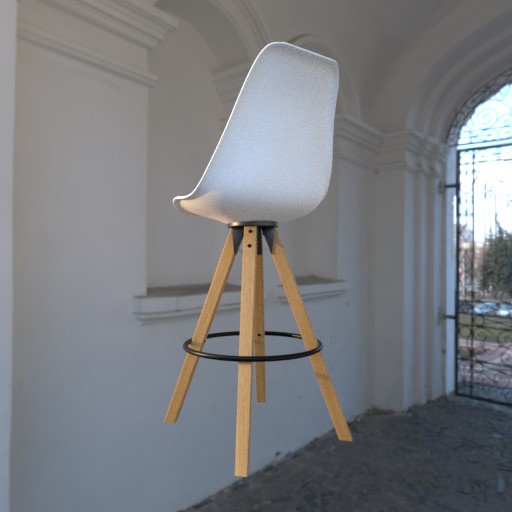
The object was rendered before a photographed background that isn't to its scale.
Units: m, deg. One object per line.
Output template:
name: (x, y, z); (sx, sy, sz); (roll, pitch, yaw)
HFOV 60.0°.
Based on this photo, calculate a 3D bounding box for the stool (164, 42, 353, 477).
stool: (0.000, 0.000, 1.415); (0.482, 1.115, 0.549); (0, -1, -35)
